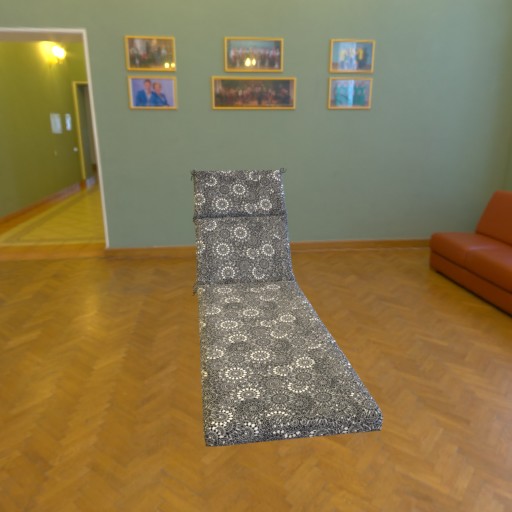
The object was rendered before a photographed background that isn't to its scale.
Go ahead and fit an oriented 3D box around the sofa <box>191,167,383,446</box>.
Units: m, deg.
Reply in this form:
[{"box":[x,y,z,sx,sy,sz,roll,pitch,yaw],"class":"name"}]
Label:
[{"box":[0.000,0.000,1.953,0.582,0.622,1.663,-2,17,-8],"class":"sofa"}]
